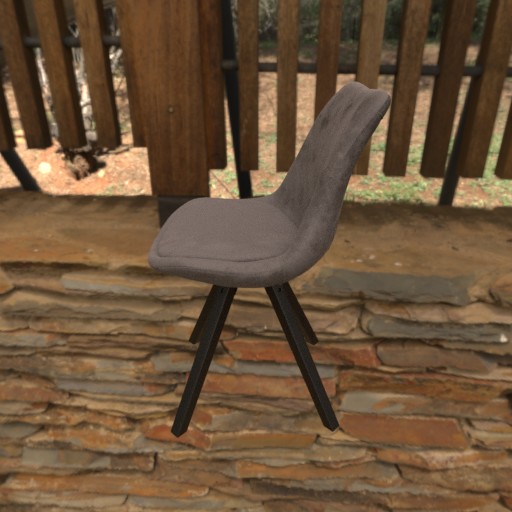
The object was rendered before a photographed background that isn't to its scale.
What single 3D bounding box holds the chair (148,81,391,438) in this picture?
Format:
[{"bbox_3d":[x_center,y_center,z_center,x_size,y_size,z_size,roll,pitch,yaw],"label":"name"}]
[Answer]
[{"bbox_3d":[0.000,0.000,1.182,0.550,0.850,0.485,0,26,-1],"label":"chair"}]
